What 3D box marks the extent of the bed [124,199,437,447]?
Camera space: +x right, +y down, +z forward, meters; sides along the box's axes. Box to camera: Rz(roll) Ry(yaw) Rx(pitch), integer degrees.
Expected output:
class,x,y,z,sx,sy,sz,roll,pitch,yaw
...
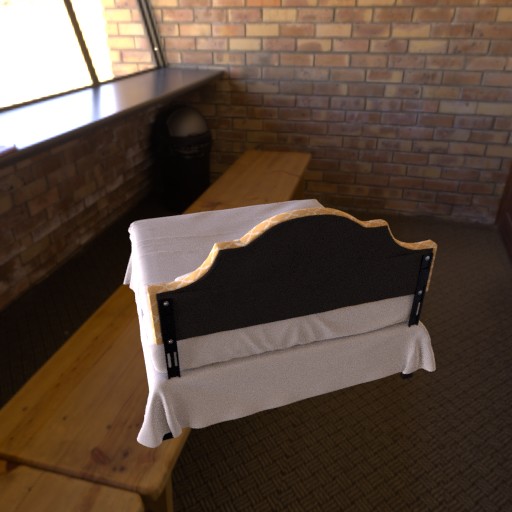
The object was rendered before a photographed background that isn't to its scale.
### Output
class,x,y,z,sx,sy,sz,roll,pitch,yaw
bed,0.000,0.000,3.795,2.314,1.601,2.222,-9,30,-15
